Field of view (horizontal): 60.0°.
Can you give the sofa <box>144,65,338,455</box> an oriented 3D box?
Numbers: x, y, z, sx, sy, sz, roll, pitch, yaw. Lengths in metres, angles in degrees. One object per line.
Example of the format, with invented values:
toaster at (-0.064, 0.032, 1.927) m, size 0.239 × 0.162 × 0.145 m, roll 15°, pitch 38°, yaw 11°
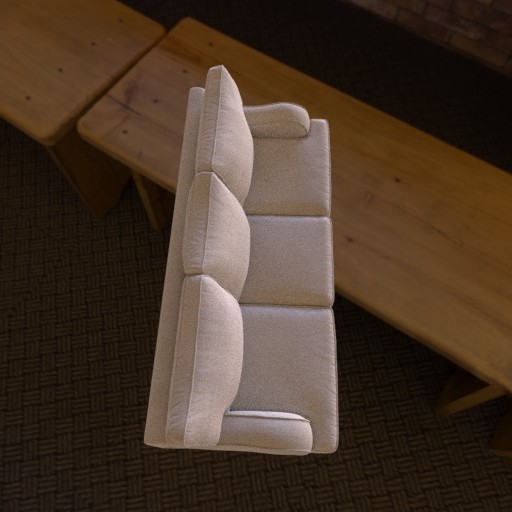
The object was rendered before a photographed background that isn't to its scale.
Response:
sofa at (0.000, 0.000, 2.860) m, size 1.016 × 0.991 × 2.323 m, roll 2°, pitch 66°, yaw 1°
